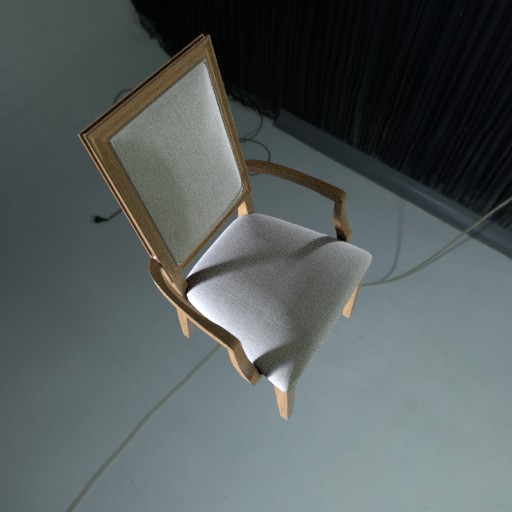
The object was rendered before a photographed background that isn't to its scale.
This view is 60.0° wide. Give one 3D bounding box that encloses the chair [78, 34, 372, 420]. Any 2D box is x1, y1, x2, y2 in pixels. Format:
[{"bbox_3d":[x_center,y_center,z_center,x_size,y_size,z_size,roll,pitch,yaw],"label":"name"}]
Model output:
[{"bbox_3d":[0.000,0.000,1.328,0.602,0.990,0.606,30,63,17],"label":"chair"}]
